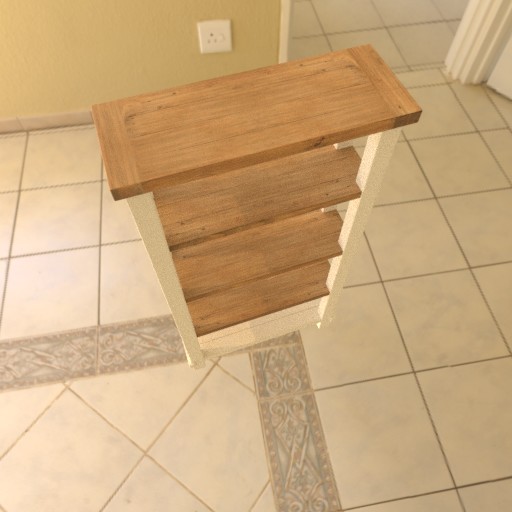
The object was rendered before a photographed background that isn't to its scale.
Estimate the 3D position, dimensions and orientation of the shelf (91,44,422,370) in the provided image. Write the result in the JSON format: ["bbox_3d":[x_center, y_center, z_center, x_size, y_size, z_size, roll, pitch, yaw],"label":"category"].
[{"bbox_3d":[0.000,0.000,2.255,1.022,1.878,0.381,-17,60,-10],"label":"shelf"}]
